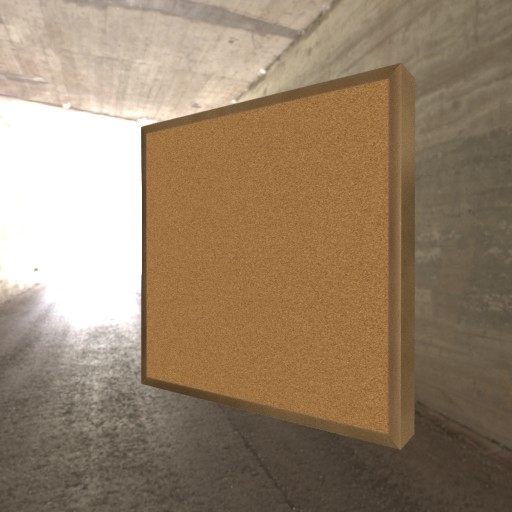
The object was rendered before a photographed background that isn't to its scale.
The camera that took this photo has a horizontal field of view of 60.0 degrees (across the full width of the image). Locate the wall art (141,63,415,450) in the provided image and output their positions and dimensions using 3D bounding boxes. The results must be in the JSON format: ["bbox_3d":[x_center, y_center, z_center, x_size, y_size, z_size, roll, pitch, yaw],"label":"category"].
[{"bbox_3d":[0.000,0.000,0.450,0.305,0.303,0.038,0,0,35],"label":"wall art"}]
